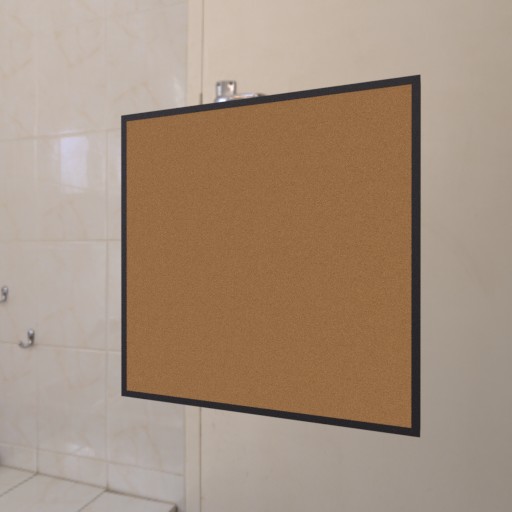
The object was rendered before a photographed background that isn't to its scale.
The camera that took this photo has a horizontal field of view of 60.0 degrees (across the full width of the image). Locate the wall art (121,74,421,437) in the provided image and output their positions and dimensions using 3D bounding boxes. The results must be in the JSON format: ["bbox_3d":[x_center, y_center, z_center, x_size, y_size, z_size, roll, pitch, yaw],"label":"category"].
[{"bbox_3d":[0.000,0.000,0.731,0.509,0.509,0.040,0,0,21],"label":"wall art"}]
